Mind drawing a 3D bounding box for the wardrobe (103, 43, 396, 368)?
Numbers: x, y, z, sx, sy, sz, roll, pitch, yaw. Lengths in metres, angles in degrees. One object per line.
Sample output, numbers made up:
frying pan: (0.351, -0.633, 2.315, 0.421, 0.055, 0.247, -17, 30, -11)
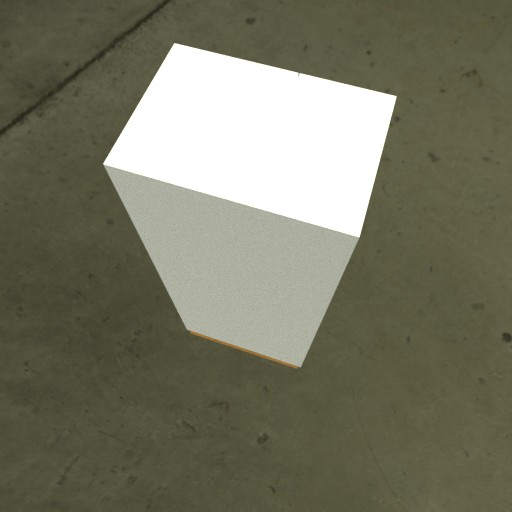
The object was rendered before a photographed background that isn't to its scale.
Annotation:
wardrobe: (0.000, 0.000, 2.444, 0.860, 2.040, 0.600, 17, 66, 8)
